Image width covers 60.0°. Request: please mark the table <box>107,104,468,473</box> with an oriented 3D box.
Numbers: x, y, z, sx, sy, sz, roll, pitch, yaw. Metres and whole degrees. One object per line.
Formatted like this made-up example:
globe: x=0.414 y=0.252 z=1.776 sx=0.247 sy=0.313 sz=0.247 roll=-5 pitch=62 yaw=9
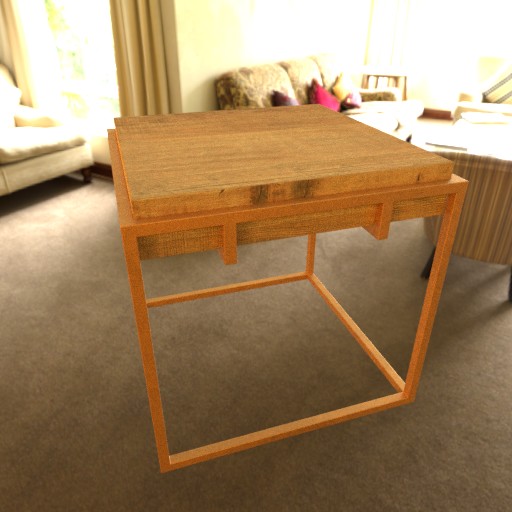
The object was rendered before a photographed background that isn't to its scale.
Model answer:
table: x=0.000 y=0.000 z=1.083 sx=0.599 sy=0.584 sz=0.599 roll=-9 pitch=31 yaw=-16
